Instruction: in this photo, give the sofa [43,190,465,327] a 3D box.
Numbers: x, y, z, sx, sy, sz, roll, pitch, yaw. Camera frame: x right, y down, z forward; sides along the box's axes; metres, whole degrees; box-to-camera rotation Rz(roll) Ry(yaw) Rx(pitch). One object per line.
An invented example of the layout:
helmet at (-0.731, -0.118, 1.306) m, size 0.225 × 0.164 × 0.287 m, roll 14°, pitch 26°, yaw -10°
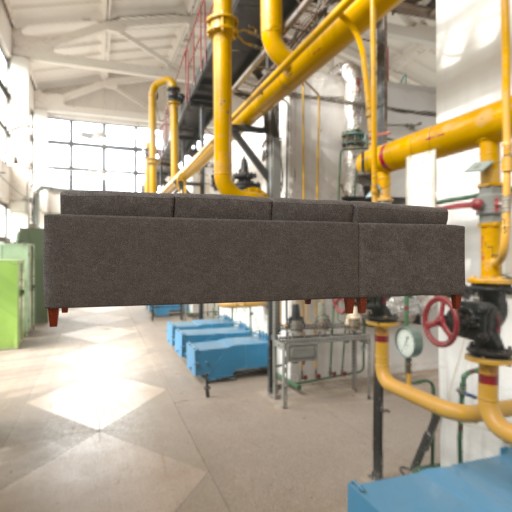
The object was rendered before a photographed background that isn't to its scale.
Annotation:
sofa at (0.000, 0.000, 4.178) m, size 3.471 × 0.954 × 1.606 m, roll 0°, pitch 0°, yaw -18°
